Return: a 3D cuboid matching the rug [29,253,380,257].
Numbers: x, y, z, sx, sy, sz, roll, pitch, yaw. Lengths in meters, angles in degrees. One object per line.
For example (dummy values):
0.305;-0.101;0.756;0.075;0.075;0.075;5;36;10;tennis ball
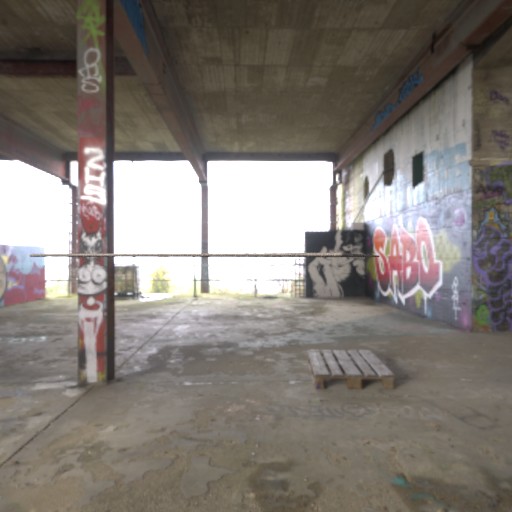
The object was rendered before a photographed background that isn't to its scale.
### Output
0.000;0.000;3.079;1.524;0.015;2.438;0;0;19;rug
